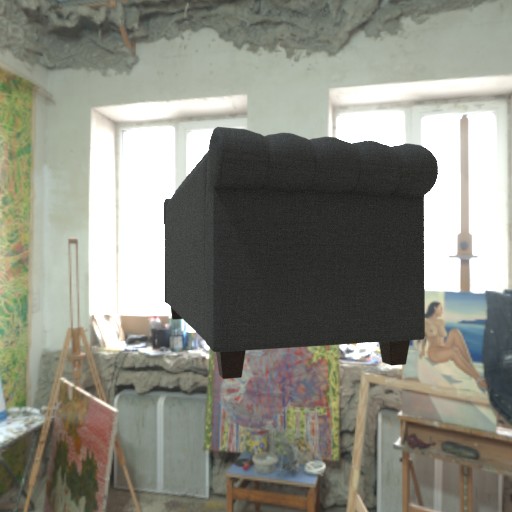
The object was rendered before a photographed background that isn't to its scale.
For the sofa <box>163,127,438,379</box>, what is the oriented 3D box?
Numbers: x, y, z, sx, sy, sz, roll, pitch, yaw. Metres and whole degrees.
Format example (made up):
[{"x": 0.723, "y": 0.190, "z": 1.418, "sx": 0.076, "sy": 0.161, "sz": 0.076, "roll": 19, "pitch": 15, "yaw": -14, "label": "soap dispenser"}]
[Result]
[{"x": 0.000, "y": 0.000, "z": 2.237, "sx": 0.783, "sy": 0.797, "sz": 1.798, "roll": 0, "pitch": 0, "yaw": -17, "label": "sofa"}]
